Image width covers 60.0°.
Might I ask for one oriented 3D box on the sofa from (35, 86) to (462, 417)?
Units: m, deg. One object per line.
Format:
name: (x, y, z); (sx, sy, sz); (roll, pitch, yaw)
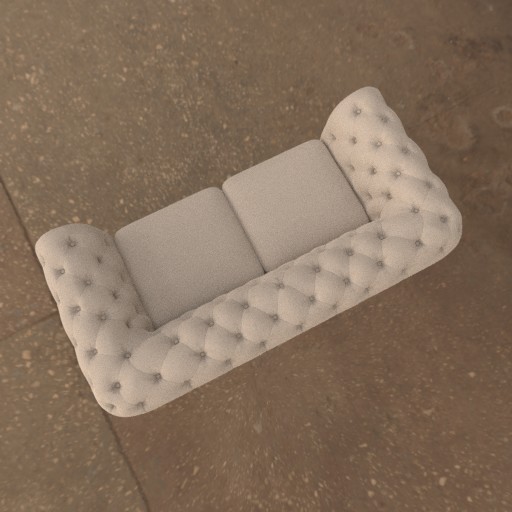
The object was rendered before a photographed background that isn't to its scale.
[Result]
sofa: (0.000, 0.000, 2.447); (1.998, 0.764, 0.986); (-26, 77, -7)
